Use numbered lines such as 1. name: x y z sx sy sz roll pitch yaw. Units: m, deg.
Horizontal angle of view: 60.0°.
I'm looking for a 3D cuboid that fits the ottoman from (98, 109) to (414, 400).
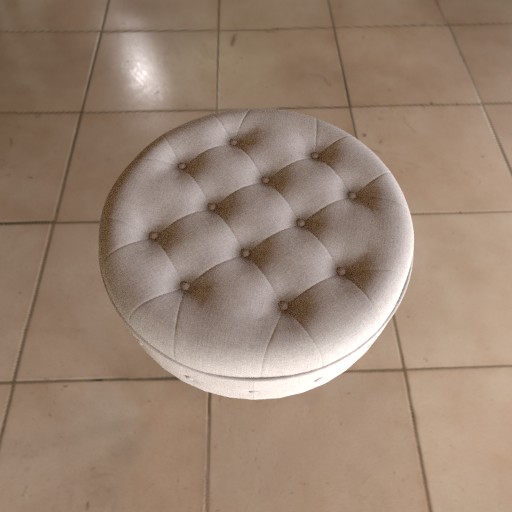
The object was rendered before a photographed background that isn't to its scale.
1. ottoman: 0.000 0.000 1.353 0.849 0.478 0.849 0 60 0
